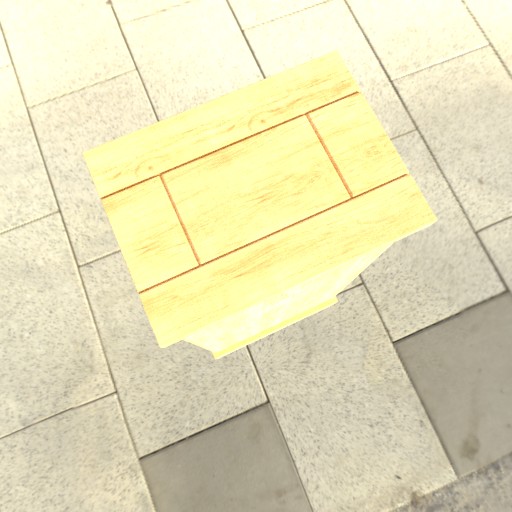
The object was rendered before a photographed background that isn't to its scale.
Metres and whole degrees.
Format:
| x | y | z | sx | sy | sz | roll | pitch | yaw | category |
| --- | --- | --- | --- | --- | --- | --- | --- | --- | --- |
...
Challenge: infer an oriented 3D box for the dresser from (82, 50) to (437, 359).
| x | y | z | sx | sy | sz | roll | pitch | yaw | category |
| --- | --- | --- | --- | --- | --- | --- | --- | --- | --- |
| 0.000 | 0.000 | 1.309 | 0.531 | 1.041 | 0.390 | -24 | 77 | -6 | dresser |
